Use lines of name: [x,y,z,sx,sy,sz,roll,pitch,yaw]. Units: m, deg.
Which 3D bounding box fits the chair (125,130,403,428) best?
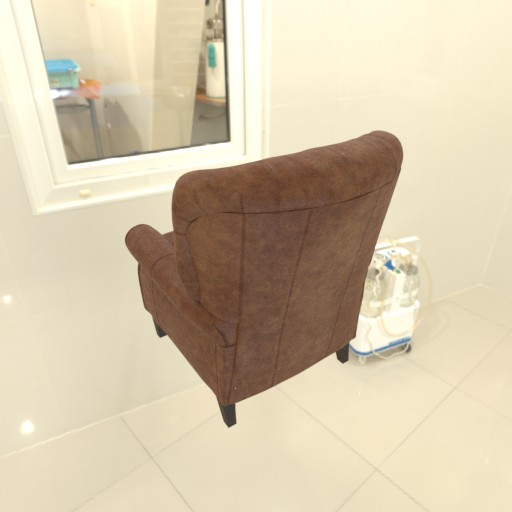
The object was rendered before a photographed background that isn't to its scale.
chair: [0.000,0.000,1.958,0.951,1.164,1.059,-19,36,-29]
